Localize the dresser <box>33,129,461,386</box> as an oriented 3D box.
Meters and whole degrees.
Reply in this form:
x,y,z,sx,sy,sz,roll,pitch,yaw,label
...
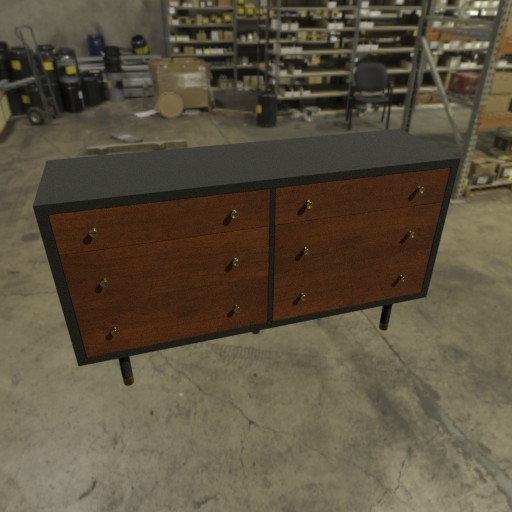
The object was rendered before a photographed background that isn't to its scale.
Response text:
x,y,z,sx,sy,sz,roll,pitch,yaw,label
0.000,0.000,1.949,1.558,0.872,0.463,-9,32,-14,dresser
